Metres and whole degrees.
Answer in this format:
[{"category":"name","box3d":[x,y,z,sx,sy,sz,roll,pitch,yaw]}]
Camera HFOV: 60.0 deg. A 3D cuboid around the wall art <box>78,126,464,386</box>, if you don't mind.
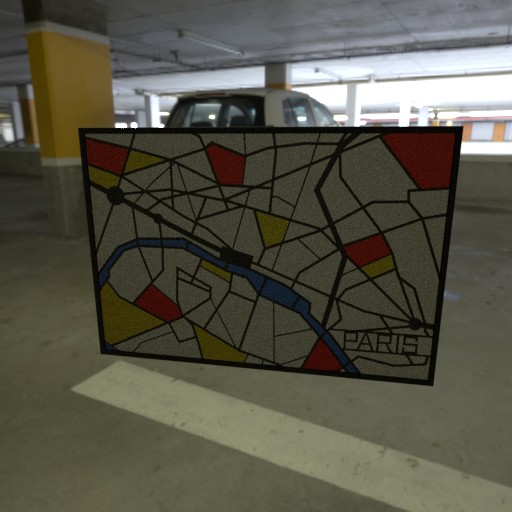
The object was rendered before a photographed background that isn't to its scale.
[{"category":"wall art","box3d":[0.000,0.000,0.820,0.664,0.458,0.013,3,15,10]}]
